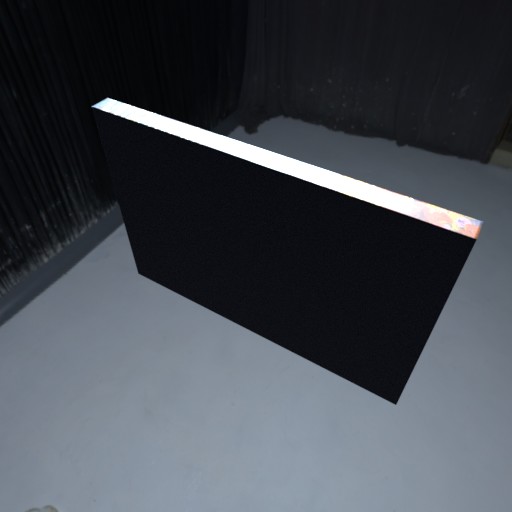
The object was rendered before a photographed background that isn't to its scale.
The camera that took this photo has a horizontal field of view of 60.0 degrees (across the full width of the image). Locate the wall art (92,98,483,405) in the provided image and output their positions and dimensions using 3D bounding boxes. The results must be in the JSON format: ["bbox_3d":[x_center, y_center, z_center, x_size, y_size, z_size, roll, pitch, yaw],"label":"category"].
[{"bbox_3d":[0.000,0.000,0.771,0.610,0.406,0.037,24,50,21],"label":"wall art"}]
